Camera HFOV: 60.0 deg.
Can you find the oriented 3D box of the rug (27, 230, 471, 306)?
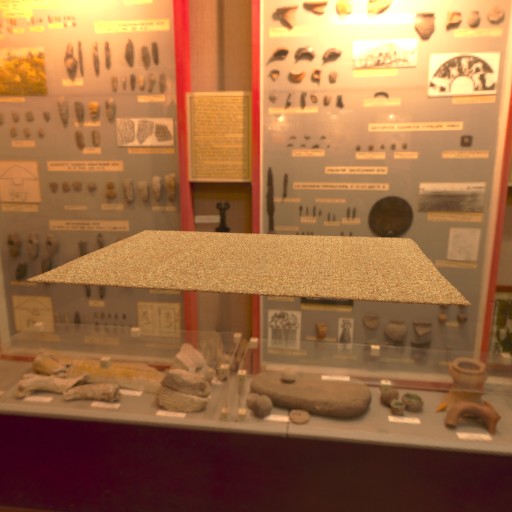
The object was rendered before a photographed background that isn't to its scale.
[{"bbox_3d":[0.000,0.000,2.804,2.141,0.013,1.566,2,13,9],"label":"rug"}]
